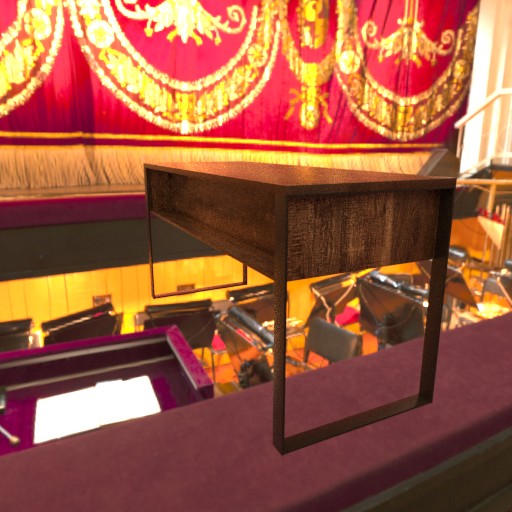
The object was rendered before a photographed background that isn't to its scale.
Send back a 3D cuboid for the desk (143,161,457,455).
[{"bbox_3d":[0.000,0.000,1.959,0.599,0.762,1.524,-7,16,-26],"label":"desk"}]
